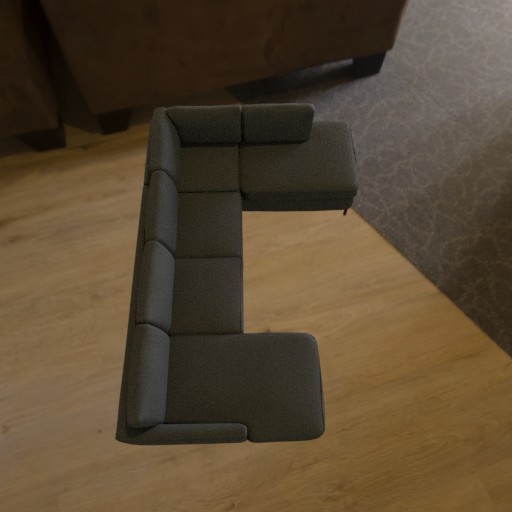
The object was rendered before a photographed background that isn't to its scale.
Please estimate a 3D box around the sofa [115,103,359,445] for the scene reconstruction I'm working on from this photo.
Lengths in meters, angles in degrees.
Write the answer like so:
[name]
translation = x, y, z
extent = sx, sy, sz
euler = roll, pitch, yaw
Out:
[sofa]
translation = 0.000, 0.000, 3.830
extent = 1.984, 0.858, 2.975
euler = -1, 63, -1
